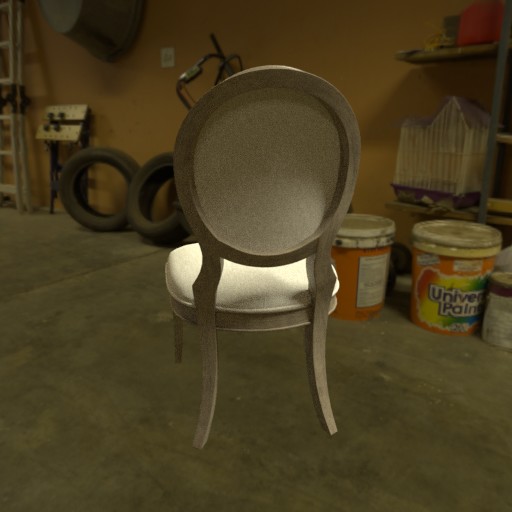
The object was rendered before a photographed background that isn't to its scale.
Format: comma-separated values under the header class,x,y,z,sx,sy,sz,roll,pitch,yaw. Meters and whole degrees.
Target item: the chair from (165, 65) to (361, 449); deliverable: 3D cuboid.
class,x,y,z,sx,sy,sz,roll,pitch,yaw
chair,0.000,0.000,1.320,0.558,0.990,0.602,-3,17,-9
